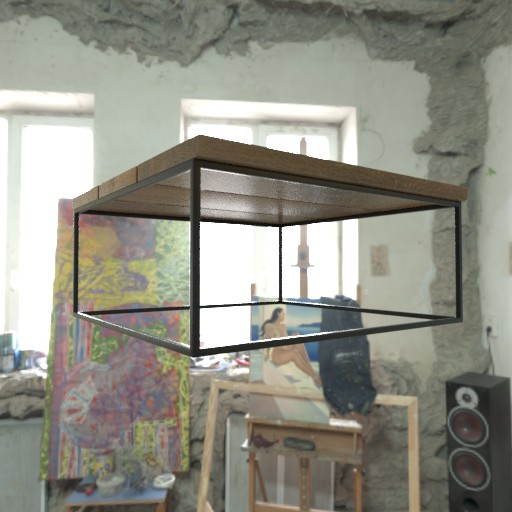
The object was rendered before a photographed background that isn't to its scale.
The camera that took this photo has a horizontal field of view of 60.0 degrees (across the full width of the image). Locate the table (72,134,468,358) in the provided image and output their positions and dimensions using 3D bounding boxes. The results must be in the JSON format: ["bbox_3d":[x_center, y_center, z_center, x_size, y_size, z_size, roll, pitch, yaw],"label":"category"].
[{"bbox_3d":[0.000,0.000,1.410,0.900,0.400,0.900,1,-2,-36],"label":"table"}]
